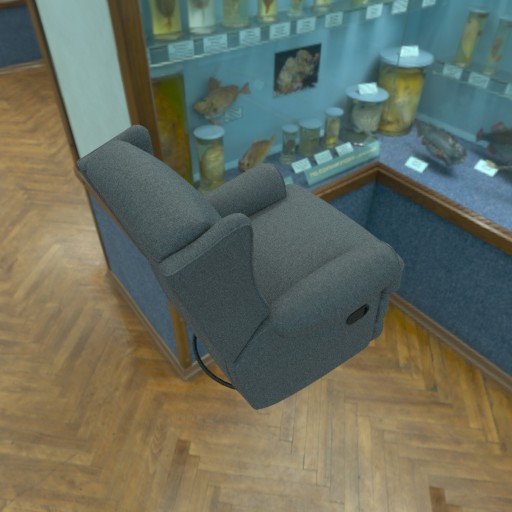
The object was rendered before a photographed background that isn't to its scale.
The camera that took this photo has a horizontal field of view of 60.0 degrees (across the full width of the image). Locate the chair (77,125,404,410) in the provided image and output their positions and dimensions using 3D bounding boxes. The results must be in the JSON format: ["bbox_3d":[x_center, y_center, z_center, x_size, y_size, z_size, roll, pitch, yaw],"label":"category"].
[{"bbox_3d":[0.000,0.000,1.719,0.969,1.011,0.847,-25,47,-25],"label":"chair"}]
